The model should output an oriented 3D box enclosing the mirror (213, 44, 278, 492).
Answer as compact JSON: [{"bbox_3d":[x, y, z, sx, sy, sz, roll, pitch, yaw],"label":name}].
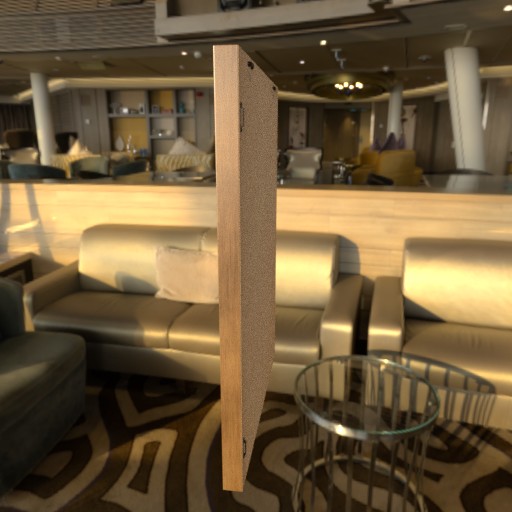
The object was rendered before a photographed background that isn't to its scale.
[{"bbox_3d":[0.000,0.000,0.920,0.039,0.711,0.508,2,15,8],"label":"mirror"}]
